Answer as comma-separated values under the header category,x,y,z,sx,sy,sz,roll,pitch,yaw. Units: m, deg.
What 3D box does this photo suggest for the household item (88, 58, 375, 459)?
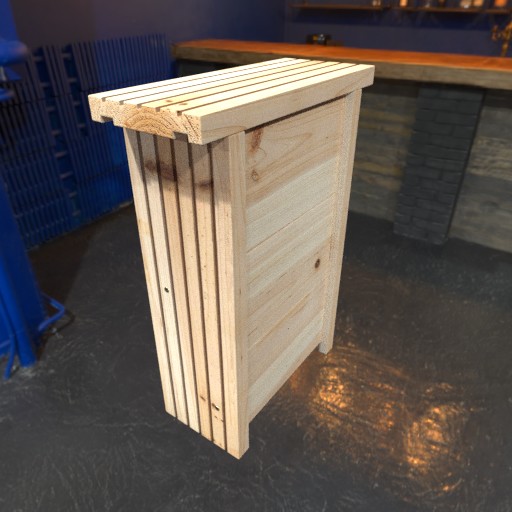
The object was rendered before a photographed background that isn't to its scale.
category,x,y,z,sx,sy,sz,roll,pitch,yaw
household item,0.000,0.000,0.539,0.123,0.407,0.301,20,36,30
